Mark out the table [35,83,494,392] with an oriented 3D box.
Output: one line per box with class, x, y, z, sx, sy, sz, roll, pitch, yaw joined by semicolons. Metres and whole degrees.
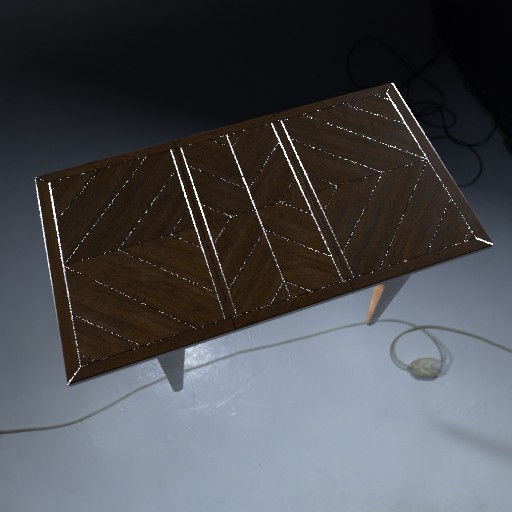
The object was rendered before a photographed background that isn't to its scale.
table;0.000;0.000;1.859;1.400;0.760;0.757;-17;66;-8
